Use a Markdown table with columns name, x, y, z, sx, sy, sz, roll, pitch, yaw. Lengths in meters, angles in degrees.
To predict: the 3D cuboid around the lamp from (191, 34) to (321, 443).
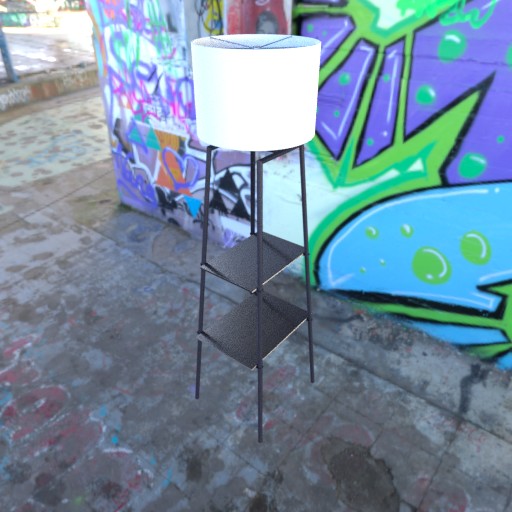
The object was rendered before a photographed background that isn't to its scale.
| name | x | y | z | sx | sy | sz | roll | pitch | yaw |
| --- | --- | --- | --- | --- | --- | --- | --- | --- | --- |
| lamp | 0.000 | 0.000 | 1.679 | 0.384 | 1.474 | 0.427 | 23 | 38 | 32 |
